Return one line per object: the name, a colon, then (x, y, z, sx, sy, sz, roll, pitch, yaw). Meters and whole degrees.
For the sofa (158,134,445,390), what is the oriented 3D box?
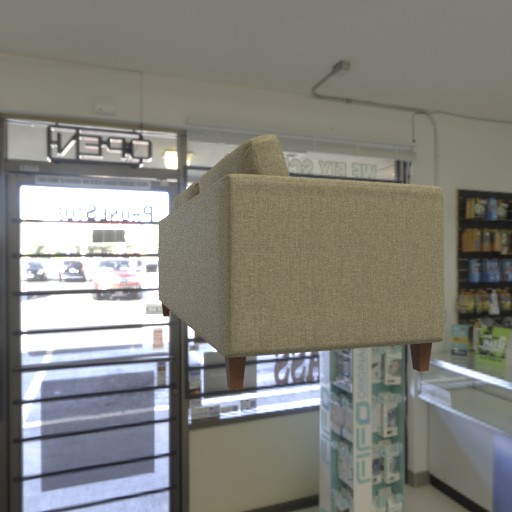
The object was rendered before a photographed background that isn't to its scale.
sofa: (0.000, 0.000, 2.684, 0.956, 0.960, 2.208, 0, 0, -19)
